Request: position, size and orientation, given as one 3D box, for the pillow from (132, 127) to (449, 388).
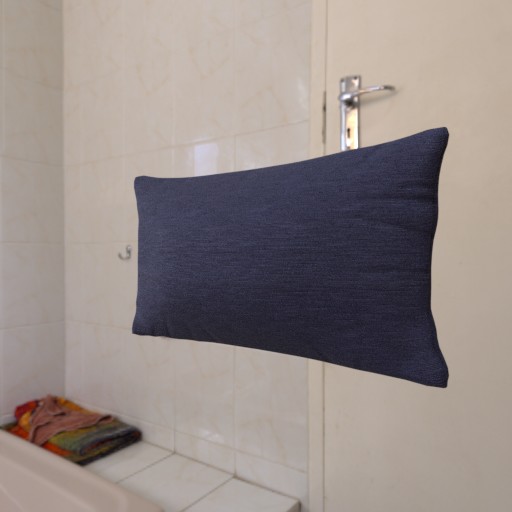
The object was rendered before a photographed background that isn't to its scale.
[{"bbox_3d":[0.000,0.000,0.765,0.633,0.338,0.210,0,0,37],"label":"pillow"}]
